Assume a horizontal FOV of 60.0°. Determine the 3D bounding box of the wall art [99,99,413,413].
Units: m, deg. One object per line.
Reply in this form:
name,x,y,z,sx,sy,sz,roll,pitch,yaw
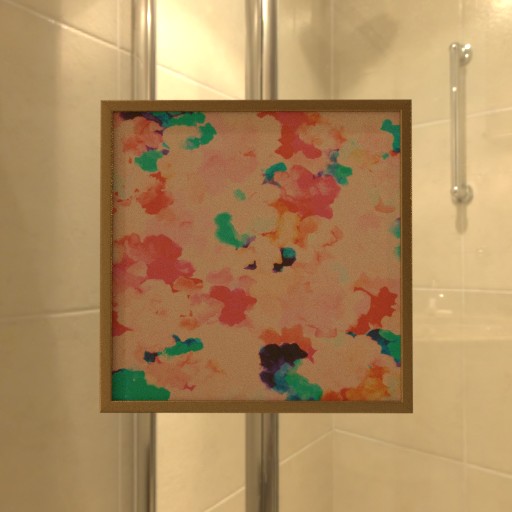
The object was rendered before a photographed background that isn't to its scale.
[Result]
wall art,0.000,0.000,0.450,0.304,0.305,0.038,0,-1,0
